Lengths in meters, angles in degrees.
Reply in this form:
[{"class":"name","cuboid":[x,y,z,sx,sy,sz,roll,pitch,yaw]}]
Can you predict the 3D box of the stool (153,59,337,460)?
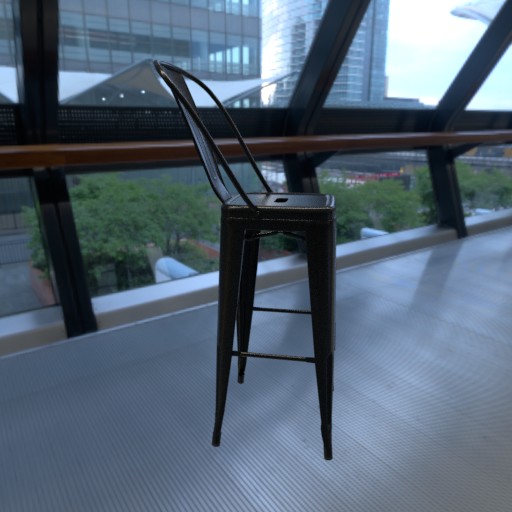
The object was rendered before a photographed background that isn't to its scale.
[{"class":"stool","cuboid":[0.000,0.000,1.342,0.513,1.096,0.399,3,16,10]}]
